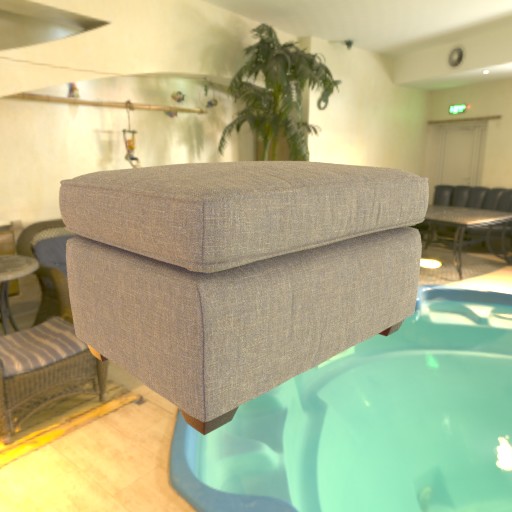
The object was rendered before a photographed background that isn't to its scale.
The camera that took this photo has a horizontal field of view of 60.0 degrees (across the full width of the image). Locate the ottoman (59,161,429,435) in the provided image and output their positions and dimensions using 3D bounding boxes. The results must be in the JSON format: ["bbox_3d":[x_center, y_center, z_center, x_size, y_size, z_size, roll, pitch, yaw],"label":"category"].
[{"bbox_3d":[0.000,0.000,1.098,0.762,0.457,0.559,-12,18,-43],"label":"ottoman"}]
